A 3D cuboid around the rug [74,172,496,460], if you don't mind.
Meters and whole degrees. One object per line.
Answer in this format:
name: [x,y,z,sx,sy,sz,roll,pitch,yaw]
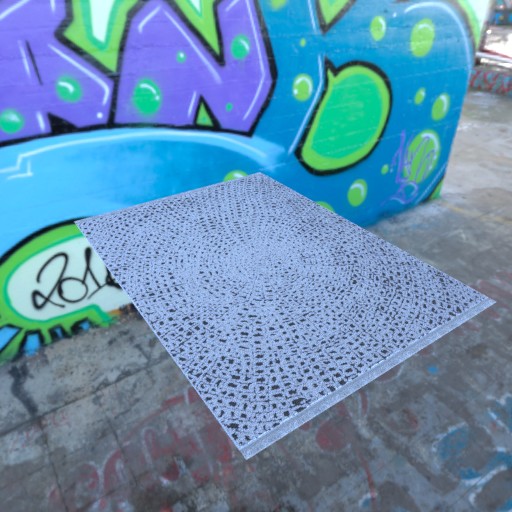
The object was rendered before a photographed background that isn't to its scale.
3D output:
rug: [0.000,0.000,2.040,1.190,0.003,1.634,-20,38,-29]
